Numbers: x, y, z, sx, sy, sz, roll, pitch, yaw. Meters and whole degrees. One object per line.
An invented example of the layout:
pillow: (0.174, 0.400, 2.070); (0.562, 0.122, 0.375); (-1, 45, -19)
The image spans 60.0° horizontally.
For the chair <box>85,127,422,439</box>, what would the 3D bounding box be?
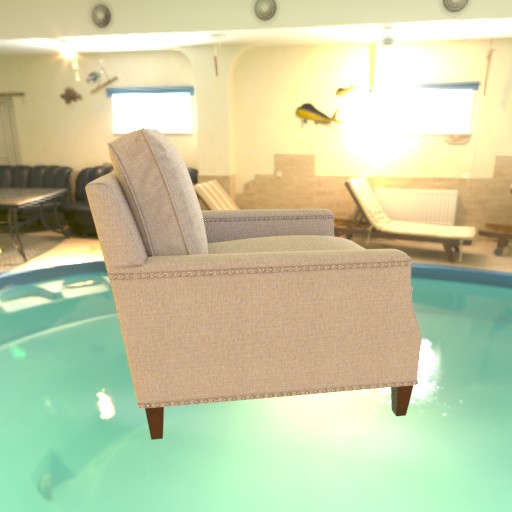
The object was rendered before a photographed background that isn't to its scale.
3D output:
chair: (0.000, 0.000, 1.697); (1.014, 0.943, 0.853); (-2, 16, -8)
